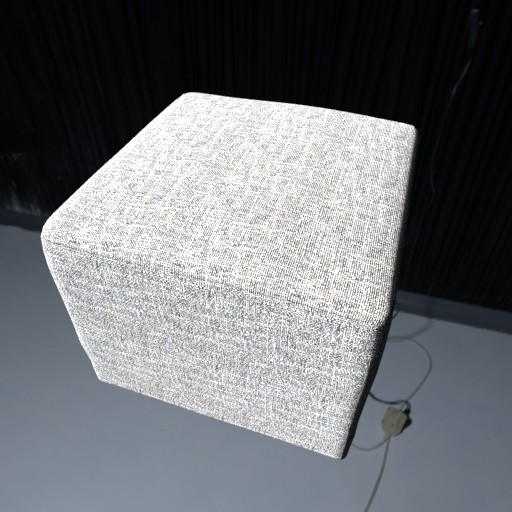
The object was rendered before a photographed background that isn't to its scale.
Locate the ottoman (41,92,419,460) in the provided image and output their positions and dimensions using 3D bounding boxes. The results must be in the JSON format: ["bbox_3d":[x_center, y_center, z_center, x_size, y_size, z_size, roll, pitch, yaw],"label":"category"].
[{"bbox_3d":[0.000,0.000,0.876,0.512,0.453,0.521,13,45,13],"label":"ottoman"}]
